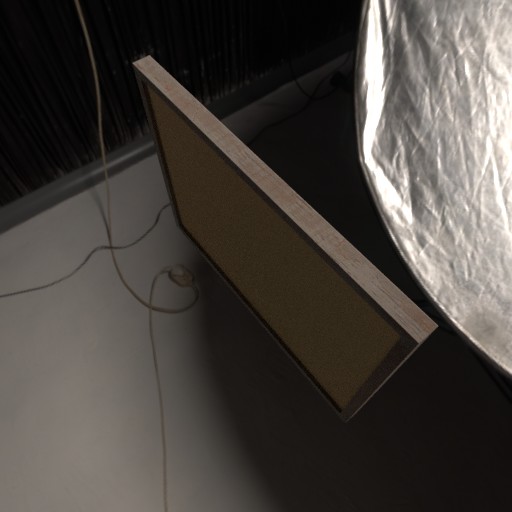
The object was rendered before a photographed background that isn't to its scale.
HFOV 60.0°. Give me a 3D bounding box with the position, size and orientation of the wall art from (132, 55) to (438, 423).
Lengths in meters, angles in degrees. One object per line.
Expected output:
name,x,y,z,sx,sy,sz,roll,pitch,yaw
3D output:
wall art,0.000,0.000,1.750,0.070,1.009,1.320,-34,65,-19
